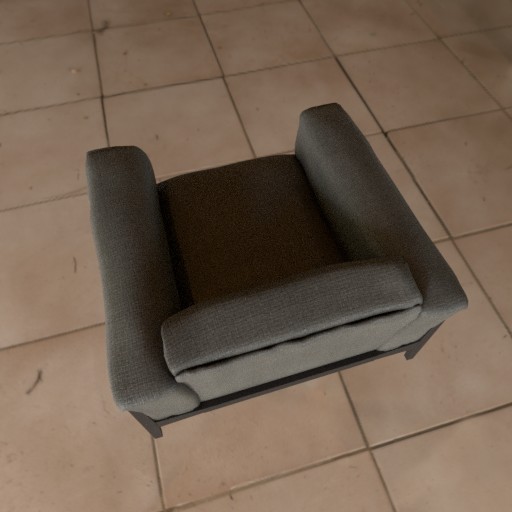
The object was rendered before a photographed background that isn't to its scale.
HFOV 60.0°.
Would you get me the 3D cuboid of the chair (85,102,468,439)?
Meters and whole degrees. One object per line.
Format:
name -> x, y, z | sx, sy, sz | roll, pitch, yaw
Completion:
chair -> 0.000, 0.000, 1.640 | 1.056, 0.646, 0.969 | -14, 58, -9
